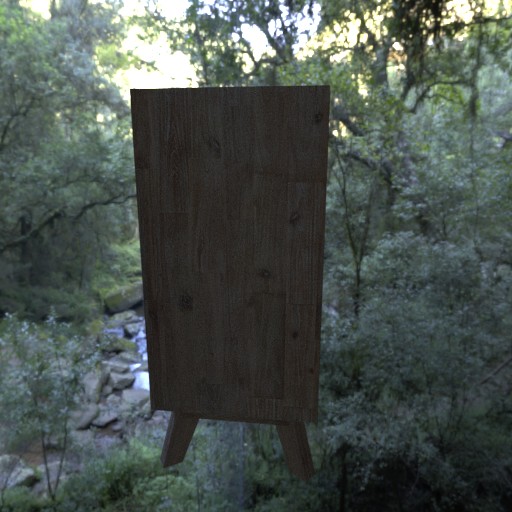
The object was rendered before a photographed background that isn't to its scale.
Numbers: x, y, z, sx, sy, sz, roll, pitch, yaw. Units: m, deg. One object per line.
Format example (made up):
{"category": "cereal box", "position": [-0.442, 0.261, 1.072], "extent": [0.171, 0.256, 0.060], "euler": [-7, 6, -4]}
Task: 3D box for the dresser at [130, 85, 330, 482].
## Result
{"category": "dresser", "position": [0.000, 0.000, 1.591], "extent": [0.455, 1.029, 0.998], "euler": [2, 14, 7]}
